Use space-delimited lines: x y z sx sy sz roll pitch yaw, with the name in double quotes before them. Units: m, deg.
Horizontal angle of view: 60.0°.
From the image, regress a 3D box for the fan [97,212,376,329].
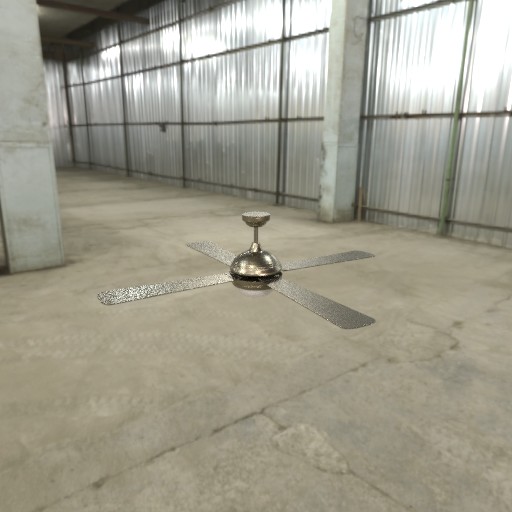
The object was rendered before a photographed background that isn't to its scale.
"fan" 0.000 0.000 2.001 1.321 0.381 1.321 -3 15 -10
